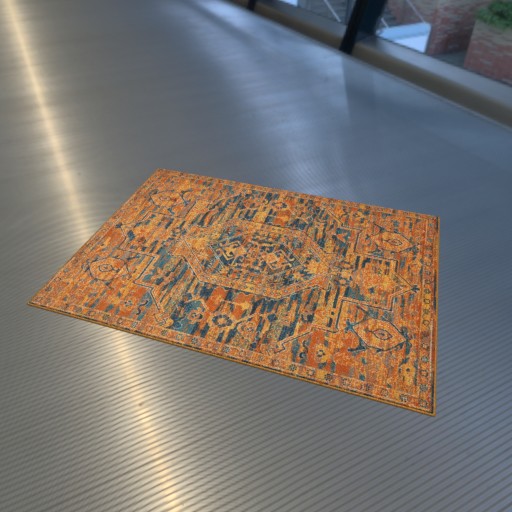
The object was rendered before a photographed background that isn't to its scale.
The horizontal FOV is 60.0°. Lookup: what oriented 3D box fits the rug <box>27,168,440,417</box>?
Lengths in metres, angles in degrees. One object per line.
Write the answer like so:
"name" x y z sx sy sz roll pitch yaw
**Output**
"rug" 0.000 0.000 2.805 2.204 0.024 1.588 12 42 14
